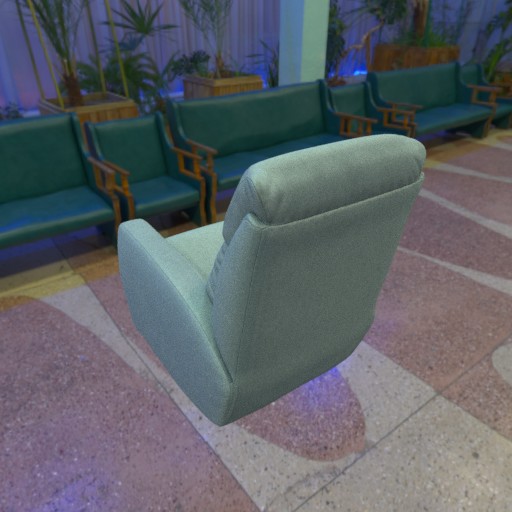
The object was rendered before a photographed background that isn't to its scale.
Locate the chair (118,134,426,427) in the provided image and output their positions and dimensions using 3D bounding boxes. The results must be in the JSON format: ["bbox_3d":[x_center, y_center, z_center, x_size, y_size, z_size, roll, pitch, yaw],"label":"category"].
[{"bbox_3d":[0.000,0.000,1.667,0.812,1.013,0.940,-19,35,-30],"label":"chair"}]
